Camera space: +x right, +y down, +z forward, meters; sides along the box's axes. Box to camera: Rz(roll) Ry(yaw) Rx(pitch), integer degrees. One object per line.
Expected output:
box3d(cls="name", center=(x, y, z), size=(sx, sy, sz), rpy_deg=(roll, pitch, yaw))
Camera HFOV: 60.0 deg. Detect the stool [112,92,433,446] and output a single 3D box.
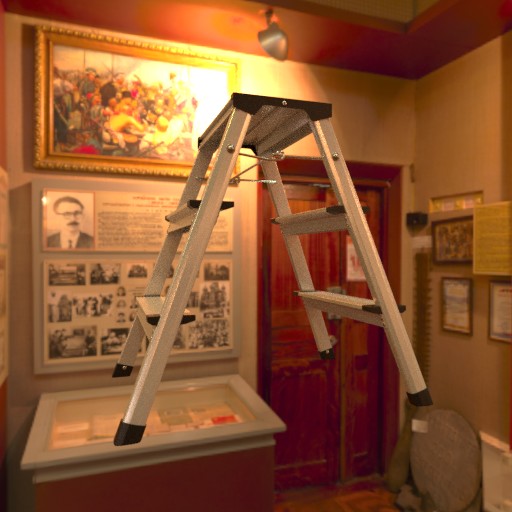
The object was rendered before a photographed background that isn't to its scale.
box3d(cls="stool", center=(0.000, 0.000, 1.009), size=(0.622, 0.605, 0.437), rpy_deg=(0, 0, -18))
